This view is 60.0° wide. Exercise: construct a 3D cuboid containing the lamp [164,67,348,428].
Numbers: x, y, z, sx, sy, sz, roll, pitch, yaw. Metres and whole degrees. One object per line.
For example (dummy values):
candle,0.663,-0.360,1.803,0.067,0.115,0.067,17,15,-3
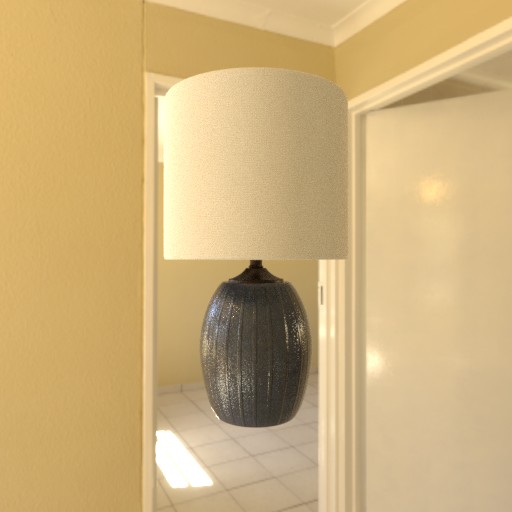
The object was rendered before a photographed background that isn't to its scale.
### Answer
lamp,0.000,0.000,0.806,0.329,0.570,0.329,0,0,-37
